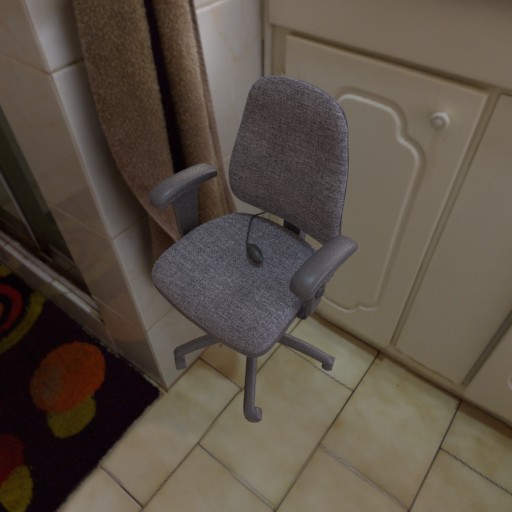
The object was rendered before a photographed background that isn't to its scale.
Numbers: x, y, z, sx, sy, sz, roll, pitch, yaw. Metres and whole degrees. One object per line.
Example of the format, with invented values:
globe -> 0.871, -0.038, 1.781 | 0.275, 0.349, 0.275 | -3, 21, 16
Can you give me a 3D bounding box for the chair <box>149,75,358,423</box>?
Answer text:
chair -> 0.000, 0.000, 1.256 | 0.550, 0.910, 0.530 | 31, 54, 26
